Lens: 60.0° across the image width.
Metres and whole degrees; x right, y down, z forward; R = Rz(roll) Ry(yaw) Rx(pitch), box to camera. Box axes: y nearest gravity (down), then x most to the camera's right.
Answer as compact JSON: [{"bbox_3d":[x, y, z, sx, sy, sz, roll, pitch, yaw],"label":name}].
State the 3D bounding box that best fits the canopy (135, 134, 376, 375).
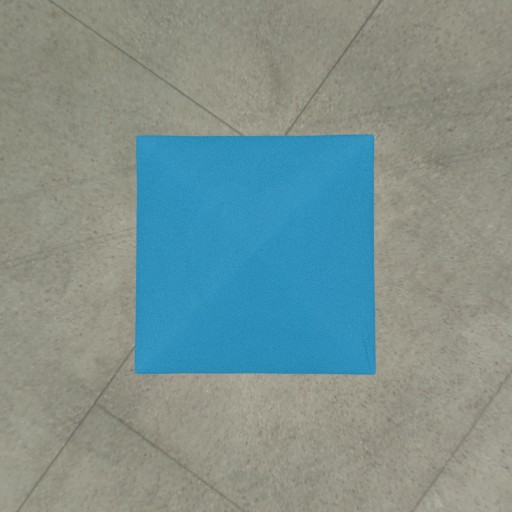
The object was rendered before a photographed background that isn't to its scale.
[{"bbox_3d":[0.000,0.000,6.623,3.599,3.600,3.600,0,89,1],"label":"canopy"}]
